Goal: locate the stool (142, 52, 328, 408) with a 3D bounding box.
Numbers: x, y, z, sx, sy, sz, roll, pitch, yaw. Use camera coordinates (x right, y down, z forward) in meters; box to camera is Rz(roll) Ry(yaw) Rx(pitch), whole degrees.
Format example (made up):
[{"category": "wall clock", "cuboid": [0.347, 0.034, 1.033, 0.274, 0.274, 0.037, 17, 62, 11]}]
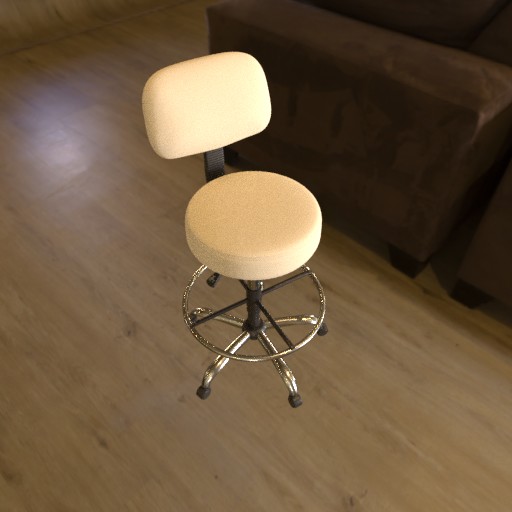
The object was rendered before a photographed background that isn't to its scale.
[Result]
[{"category": "stool", "cuboid": [0.000, 0.000, 1.451, 0.609, 1.080, 0.616, -23, 50, -21]}]
